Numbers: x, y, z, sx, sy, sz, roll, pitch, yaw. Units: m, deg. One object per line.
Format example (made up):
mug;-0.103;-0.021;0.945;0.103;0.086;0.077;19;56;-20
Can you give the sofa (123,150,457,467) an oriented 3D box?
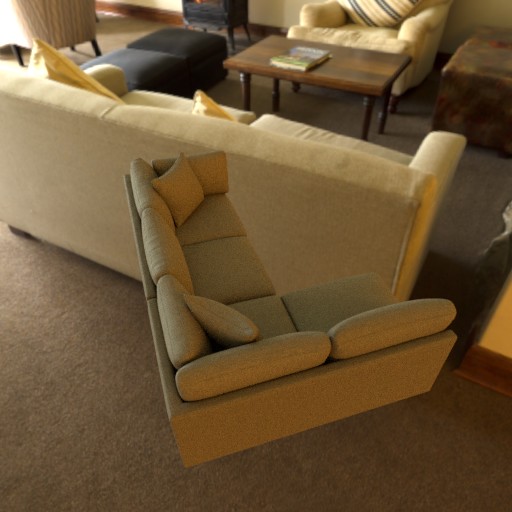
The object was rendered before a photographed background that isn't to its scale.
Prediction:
sofa;0.000;0.000;3.954;1.994;0.978;2.896;-12;42;-13
